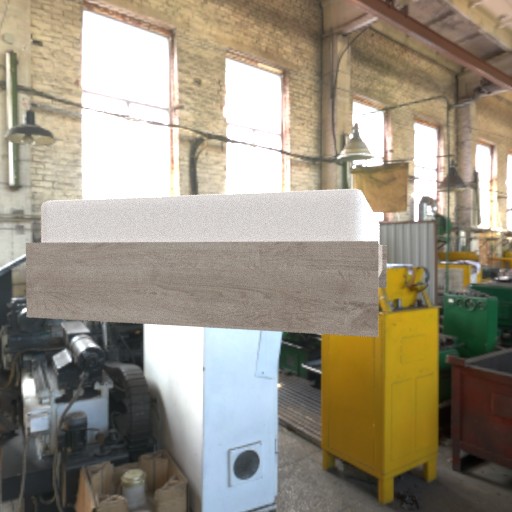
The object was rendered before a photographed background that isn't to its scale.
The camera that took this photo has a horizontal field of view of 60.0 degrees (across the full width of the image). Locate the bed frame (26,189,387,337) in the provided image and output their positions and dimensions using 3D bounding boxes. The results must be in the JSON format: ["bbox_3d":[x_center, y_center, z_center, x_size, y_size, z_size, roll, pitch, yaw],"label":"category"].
[{"bbox_3d":[0.000,0.000,2.600,1.445,0.497,1.945,0,1,17],"label":"bed frame"}]
